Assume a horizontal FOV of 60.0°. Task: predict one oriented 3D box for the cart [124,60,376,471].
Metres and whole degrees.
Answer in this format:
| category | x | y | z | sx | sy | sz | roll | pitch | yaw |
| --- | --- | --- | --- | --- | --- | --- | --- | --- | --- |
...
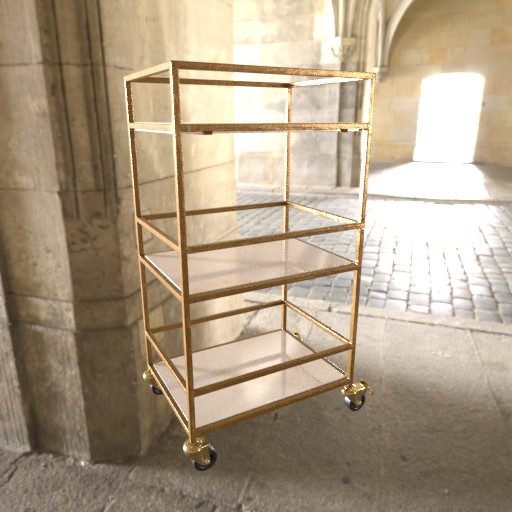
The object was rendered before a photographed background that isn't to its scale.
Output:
| category | x | y | z | sx | sy | sz | roll | pitch | yaw |
| --- | --- | --- | --- | --- | --- | --- | --- | --- | --- |
| cart | 0.000 | 0.000 | 1.004 | 0.483 | 0.761 | 0.332 | -9 | 20 | -27 |
